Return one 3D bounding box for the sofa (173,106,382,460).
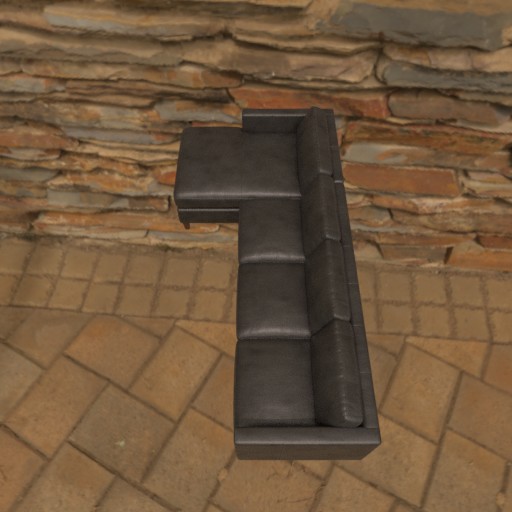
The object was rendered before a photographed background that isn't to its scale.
[{"bbox_3d":[0.000,0.000,3.887,1.581,0.883,3.203,0,57,0],"label":"sofa"}]
